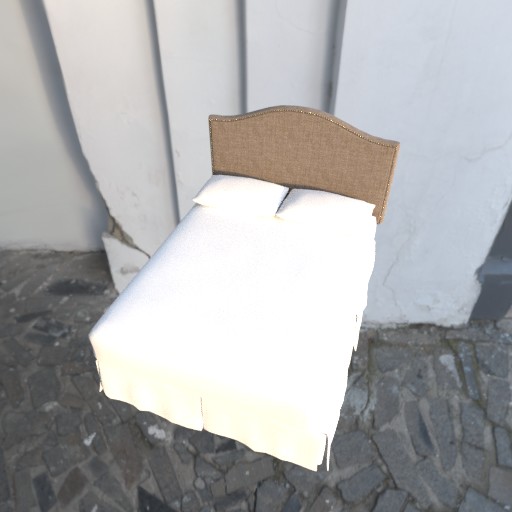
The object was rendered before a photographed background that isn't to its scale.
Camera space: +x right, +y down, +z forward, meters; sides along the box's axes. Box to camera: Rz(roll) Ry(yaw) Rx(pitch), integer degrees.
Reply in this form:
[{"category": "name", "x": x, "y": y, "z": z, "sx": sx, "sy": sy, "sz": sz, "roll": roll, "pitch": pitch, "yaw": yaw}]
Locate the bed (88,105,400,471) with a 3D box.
[{"category": "bed", "x": 0.000, "y": 0.000, "z": 3.313, "sx": 1.713, "sy": 1.518, "sz": 2.153, "roll": 13, "pitch": 42, "yaw": 15}]
